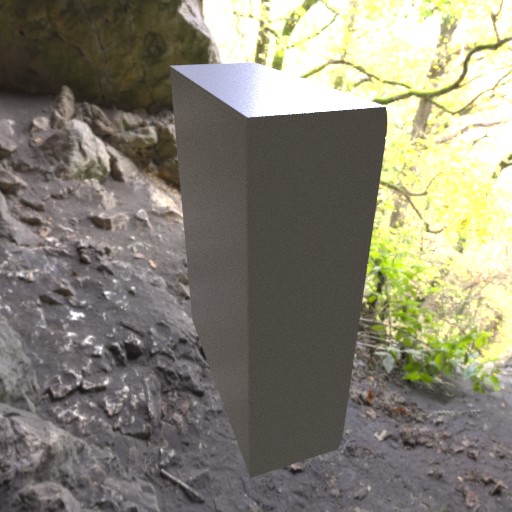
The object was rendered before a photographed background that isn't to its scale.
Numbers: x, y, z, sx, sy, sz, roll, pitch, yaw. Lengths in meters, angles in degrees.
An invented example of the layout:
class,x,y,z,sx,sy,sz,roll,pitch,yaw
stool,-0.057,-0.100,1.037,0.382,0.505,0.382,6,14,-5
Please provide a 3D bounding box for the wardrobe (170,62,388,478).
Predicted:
class,x,y,z,sx,sy,sz,roll,pitch,yaw
wardrobe,0.000,0.000,1.616,0.360,1.200,0.900,-10,31,-17
